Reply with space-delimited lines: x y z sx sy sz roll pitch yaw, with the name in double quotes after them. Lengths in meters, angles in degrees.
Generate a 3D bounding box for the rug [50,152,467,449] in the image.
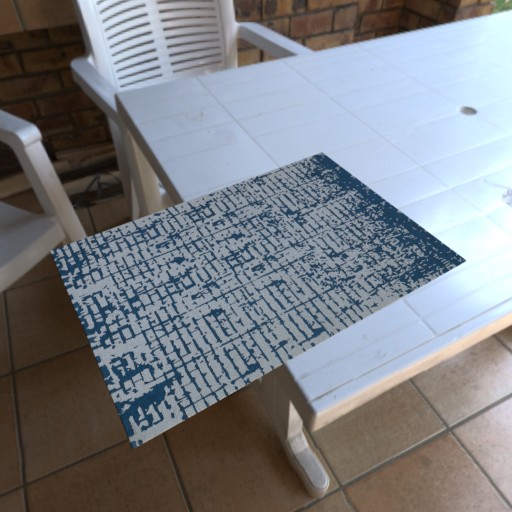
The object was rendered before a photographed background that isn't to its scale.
0.000 0.000 2.332 1.828 0.007 1.220 -24 50 -22 "rug"
